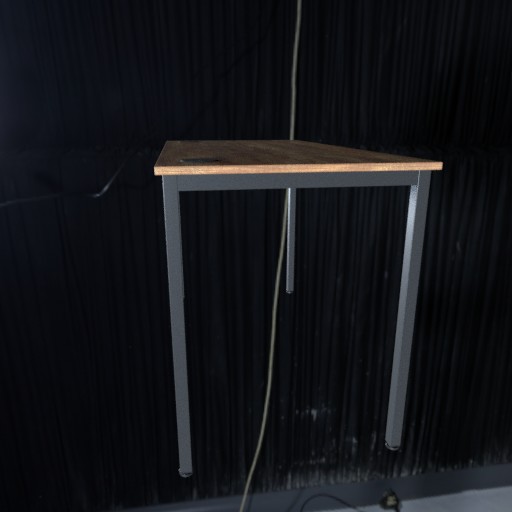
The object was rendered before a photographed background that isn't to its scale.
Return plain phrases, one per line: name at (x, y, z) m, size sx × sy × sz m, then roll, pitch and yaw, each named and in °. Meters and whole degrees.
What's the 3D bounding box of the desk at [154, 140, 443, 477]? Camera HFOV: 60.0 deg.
desk at (0.000, 0.000, 1.567) m, size 0.600 × 0.749 × 1.200 m, roll -3°, pitch 17°, yaw -9°
